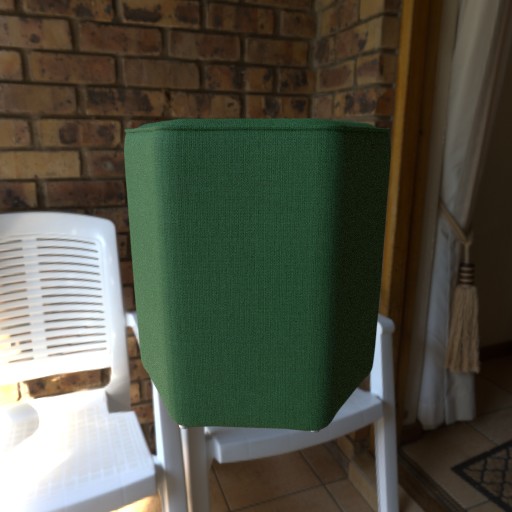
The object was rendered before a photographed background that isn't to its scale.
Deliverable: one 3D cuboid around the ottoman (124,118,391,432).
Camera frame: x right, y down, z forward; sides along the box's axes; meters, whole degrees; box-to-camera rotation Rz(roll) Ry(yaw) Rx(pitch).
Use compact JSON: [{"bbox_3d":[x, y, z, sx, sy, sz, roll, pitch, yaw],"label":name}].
[{"bbox_3d":[0.000,0.000,0.881,0.444,0.507,0.499,-7,16,-26],"label":"ottoman"}]
